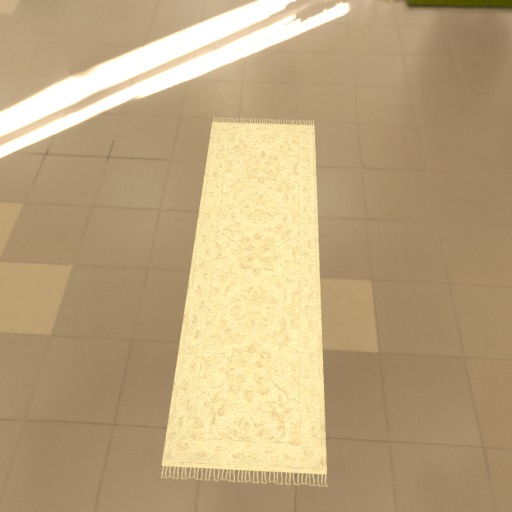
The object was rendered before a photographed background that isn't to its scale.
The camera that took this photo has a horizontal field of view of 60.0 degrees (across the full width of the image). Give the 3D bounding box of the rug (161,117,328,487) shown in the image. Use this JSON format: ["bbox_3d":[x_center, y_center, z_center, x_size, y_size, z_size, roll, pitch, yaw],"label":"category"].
[{"bbox_3d":[0.000,0.000,2.779,0.795,0.015,2.544,2,57,1],"label":"rug"}]
